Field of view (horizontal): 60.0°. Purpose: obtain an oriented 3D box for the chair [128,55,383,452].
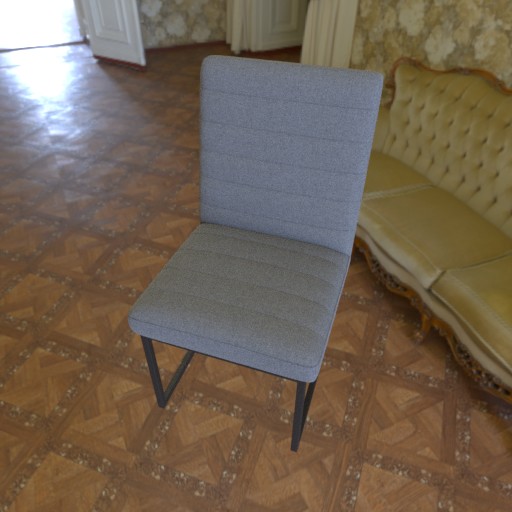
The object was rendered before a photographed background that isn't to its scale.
[{"bbox_3d":[0.000,0.000,1.297,0.520,0.930,0.634,12,41,14],"label":"chair"}]
